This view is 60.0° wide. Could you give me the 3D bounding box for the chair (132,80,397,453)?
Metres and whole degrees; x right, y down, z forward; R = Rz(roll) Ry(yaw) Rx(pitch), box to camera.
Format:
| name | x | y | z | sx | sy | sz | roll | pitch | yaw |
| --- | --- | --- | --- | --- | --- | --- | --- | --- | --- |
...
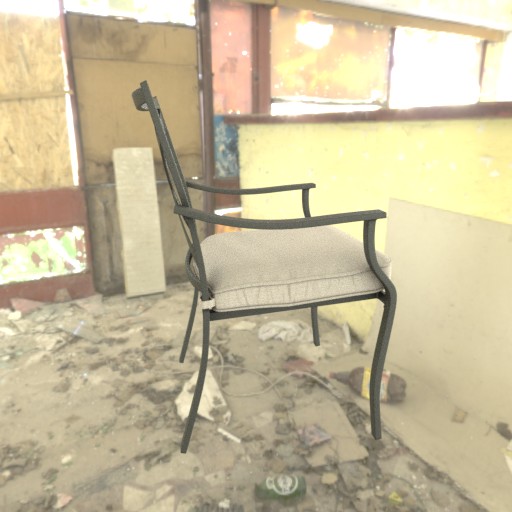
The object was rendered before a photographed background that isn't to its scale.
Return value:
| name | x | y | z | sx | sy | sz | roll | pitch | yaw |
| --- | --- | --- | --- | --- | --- | --- | --- | --- | --- |
| chair | 0.000 | 0.000 | 1.274 | 0.620 | 0.889 | 0.575 | -3 | 16 | -9 |
